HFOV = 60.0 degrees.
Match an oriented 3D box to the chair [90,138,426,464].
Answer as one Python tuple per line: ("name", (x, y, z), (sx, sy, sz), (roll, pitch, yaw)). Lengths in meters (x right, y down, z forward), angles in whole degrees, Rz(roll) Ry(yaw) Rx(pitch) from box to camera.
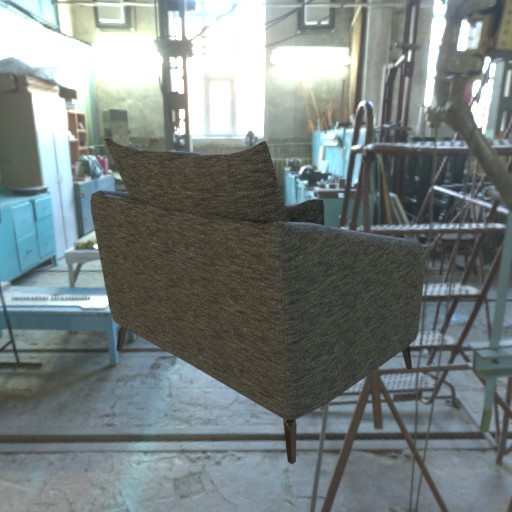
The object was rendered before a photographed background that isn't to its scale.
("chair", (0.000, 0.000, 1.637), (1.004, 0.842, 0.805), (15, 21, 42))
